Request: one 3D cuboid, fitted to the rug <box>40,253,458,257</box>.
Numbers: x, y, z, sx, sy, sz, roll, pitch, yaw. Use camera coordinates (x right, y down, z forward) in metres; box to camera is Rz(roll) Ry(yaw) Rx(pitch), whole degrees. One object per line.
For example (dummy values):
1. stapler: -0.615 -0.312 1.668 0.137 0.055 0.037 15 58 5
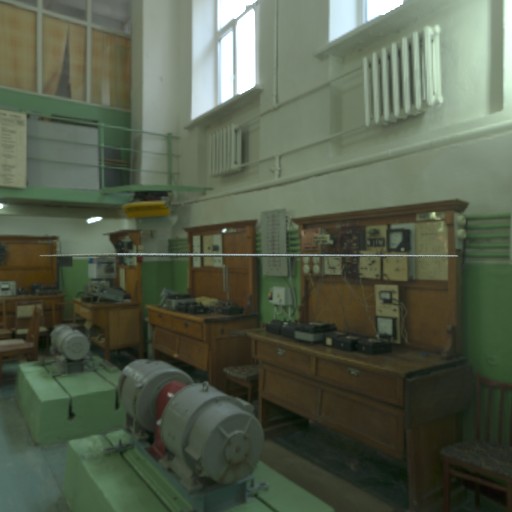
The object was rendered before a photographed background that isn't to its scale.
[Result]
1. rug: 0.000 0.000 3.038 2.440 0.008 1.524 0 0 -36
